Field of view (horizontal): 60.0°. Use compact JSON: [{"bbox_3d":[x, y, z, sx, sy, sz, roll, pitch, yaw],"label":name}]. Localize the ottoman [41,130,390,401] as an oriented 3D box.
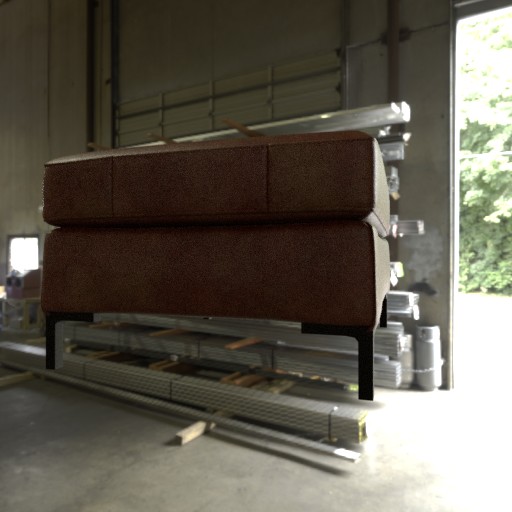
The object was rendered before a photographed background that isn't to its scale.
[{"bbox_3d":[0.000,0.000,1.698,0.965,0.667,1.186,0,0,18],"label":"ottoman"}]
